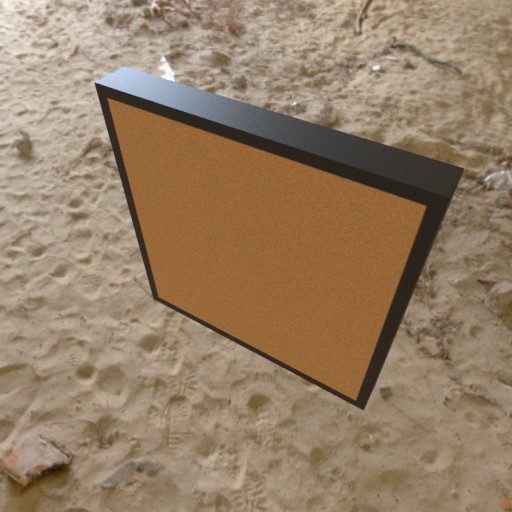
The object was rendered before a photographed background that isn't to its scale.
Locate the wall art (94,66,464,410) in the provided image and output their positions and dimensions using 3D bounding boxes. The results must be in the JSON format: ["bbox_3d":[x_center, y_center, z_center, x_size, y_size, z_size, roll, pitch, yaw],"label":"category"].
[{"bbox_3d":[0.000,0.000,0.450,0.304,0.304,0.038,24,51,21],"label":"wall art"}]
